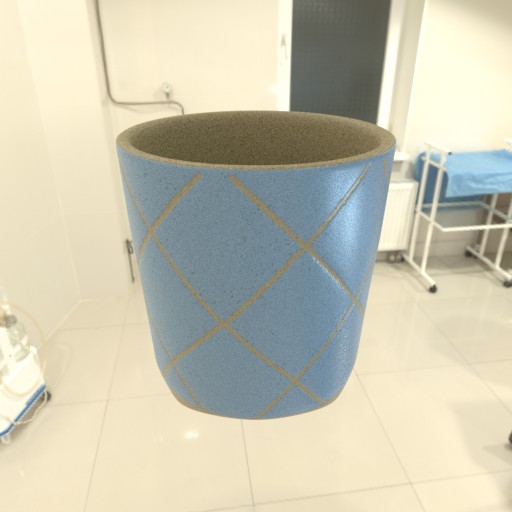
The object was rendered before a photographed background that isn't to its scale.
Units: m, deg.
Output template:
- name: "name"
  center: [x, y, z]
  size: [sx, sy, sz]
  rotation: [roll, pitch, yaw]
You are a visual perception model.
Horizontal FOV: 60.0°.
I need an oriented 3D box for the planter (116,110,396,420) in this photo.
- name: "planter"
  center: [0.000, 0.000, 0.425]
  size: [0.227, 0.235, 0.227]
  rotation: [0, 27, 0]
